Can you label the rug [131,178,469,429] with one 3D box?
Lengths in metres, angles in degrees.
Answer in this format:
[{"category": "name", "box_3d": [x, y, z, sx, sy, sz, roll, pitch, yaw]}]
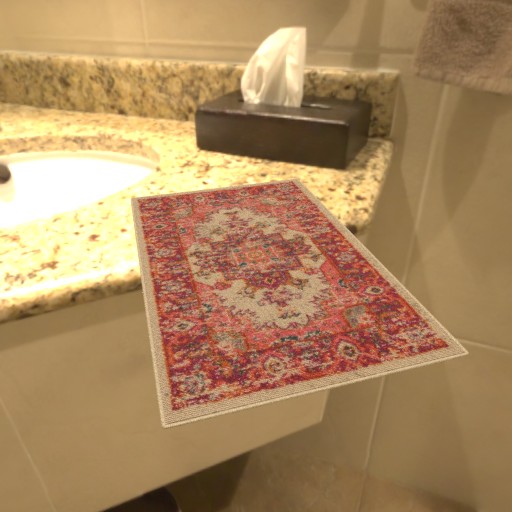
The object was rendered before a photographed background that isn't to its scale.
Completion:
[{"category": "rug", "box_3d": [0.000, 0.000, 1.091, 0.556, 0.004, 0.868, -9, 33, -14]}]
